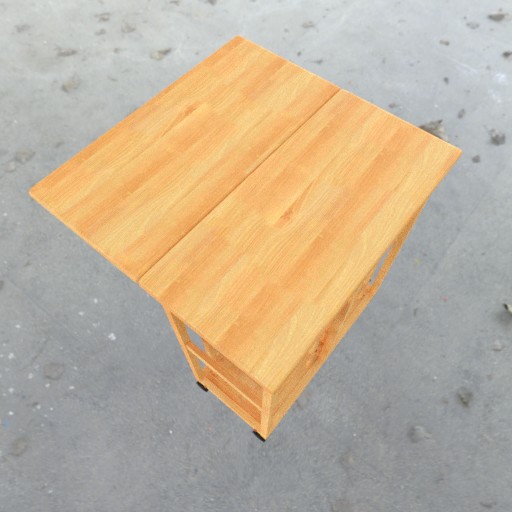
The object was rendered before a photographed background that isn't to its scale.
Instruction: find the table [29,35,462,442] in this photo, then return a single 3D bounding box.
[{"bbox_3d":[0.000,0.000,1.371,0.693,0.832,0.752,35,66,18],"label":"table"}]
